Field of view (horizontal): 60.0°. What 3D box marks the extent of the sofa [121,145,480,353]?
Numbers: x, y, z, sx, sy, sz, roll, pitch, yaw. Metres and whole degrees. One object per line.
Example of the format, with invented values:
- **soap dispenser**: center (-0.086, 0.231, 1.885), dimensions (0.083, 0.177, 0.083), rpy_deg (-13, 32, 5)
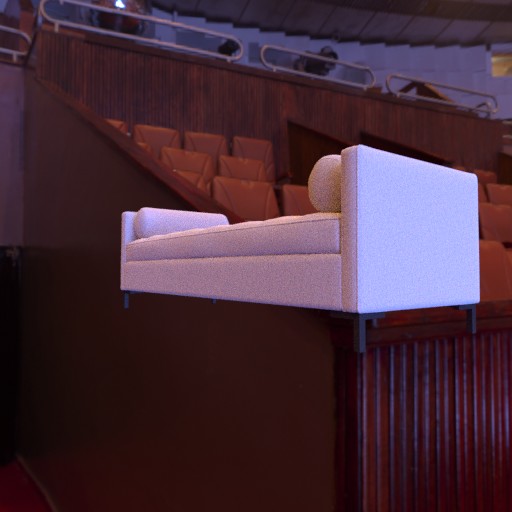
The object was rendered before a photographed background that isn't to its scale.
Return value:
- **sofa**: center (0.000, 0.000, 2.313), dimensions (0.746, 0.641, 1.985), rpy_deg (1, -2, -37)
